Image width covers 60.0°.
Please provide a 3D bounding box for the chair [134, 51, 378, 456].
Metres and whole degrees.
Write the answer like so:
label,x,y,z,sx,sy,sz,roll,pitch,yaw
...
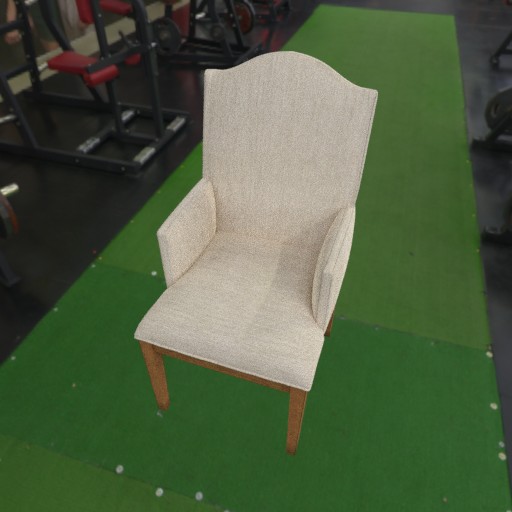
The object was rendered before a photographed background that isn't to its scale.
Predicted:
label,x,y,z,sx,sy,sz,roll,pitch,yaw
chair,0.000,0.000,1.350,0.533,1.016,0.641,13,43,15
